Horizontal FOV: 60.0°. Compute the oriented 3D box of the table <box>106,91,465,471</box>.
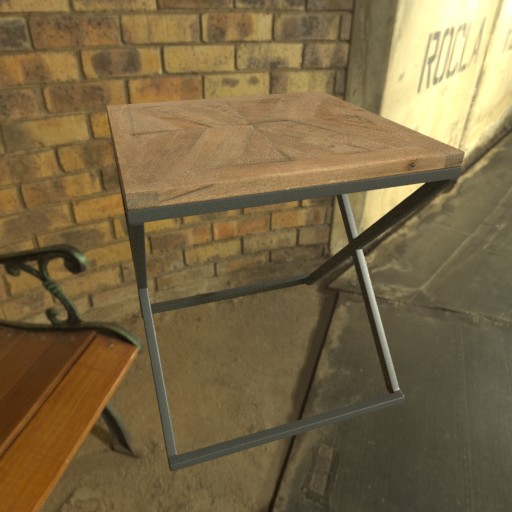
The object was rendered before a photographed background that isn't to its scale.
[{"bbox_3d":[0.000,0.000,0.937,0.499,0.550,0.498,-10,32,-16],"label":"table"}]
